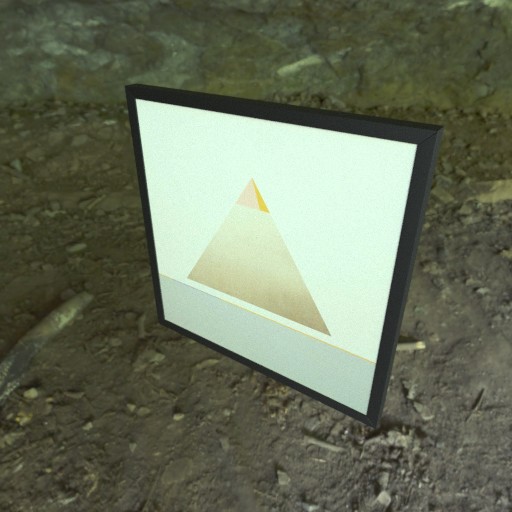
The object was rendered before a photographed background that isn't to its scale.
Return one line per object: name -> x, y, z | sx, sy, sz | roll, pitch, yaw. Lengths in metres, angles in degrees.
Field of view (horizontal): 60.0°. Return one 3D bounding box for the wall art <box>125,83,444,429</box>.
wall art -> 0.000, 0.000, 0.763 | 0.513, 0.511, 0.028 | 19, 36, 28
